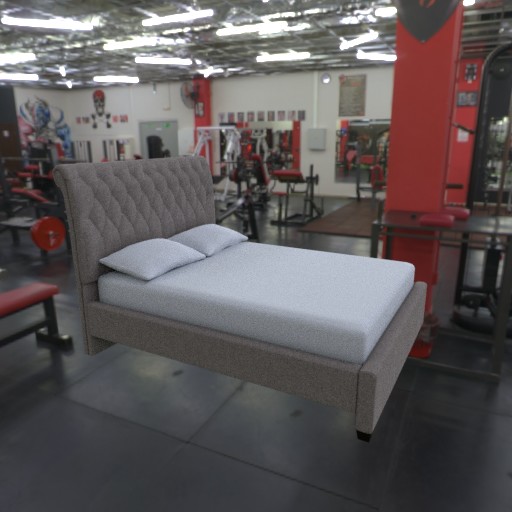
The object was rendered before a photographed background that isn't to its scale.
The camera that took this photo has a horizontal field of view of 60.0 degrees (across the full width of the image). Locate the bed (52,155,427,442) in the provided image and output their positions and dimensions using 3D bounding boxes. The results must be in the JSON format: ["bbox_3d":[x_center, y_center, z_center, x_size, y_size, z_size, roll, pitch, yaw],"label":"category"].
[{"bbox_3d":[0.000,0.000,3.328,2.252,1.371,1.645,8,17,28],"label":"bed"}]
